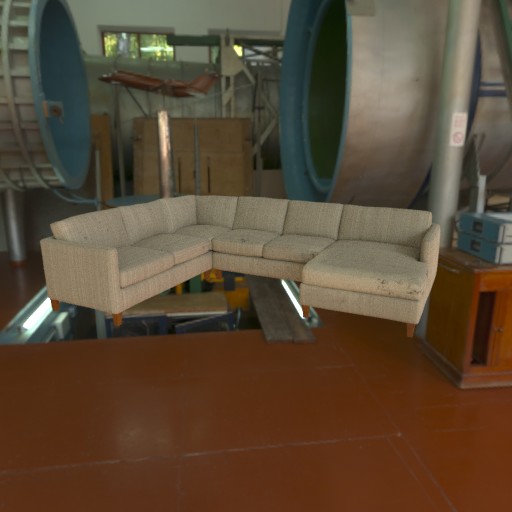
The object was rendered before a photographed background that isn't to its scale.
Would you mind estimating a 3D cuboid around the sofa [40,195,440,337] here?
[{"bbox_3d":[0.000,0.000,4.720,3.460,0.961,2.594,7,16,25],"label":"sofa"}]
